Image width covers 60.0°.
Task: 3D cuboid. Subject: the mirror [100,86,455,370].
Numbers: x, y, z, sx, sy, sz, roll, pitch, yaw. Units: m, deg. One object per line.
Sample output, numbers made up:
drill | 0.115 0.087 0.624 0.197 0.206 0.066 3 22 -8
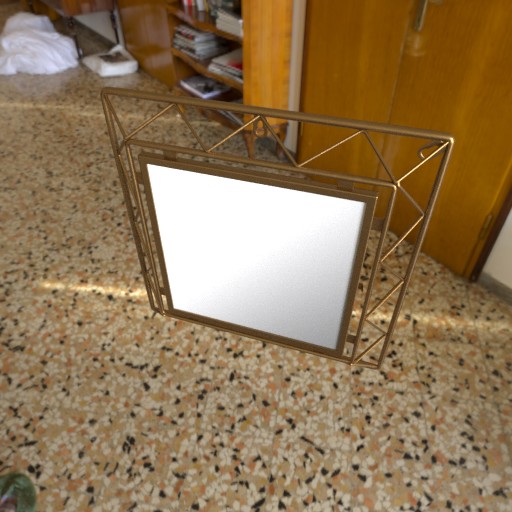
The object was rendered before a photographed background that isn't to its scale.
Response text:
mirror | 0.000 0.000 0.619 0.416 0.414 0.046 12 43 13
